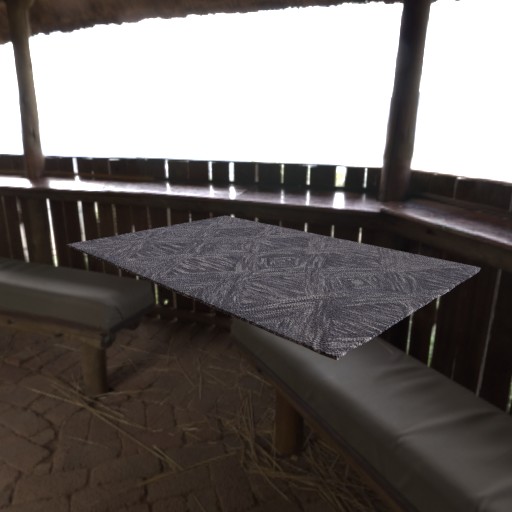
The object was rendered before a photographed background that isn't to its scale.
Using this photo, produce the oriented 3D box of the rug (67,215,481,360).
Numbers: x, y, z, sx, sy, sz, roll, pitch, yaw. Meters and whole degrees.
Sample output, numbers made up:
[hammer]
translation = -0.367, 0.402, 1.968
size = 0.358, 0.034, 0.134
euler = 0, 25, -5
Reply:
[rug]
translation = 0.000, 0.000, 2.276
size = 1.814, 0.012, 1.186
euler = 15, 22, 42
